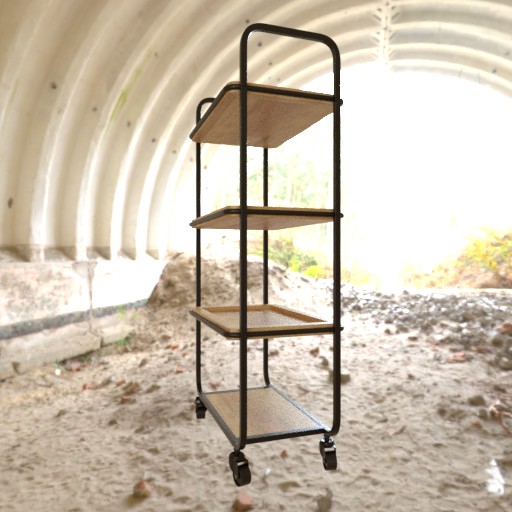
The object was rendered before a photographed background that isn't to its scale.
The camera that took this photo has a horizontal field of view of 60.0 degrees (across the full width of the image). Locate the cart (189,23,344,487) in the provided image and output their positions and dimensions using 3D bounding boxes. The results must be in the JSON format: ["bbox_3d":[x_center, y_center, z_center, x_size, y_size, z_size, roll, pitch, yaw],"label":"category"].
[{"bbox_3d":[0.000,0.000,1.307,0.321,1.080,0.545,0,0,-19],"label":"cart"}]
